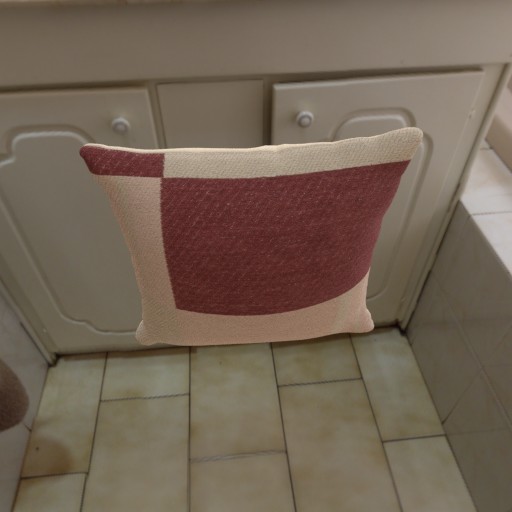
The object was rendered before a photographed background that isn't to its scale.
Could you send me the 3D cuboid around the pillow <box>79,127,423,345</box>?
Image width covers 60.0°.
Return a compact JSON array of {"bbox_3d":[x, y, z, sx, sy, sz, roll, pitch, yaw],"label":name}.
[{"bbox_3d":[0.000,0.000,0.826,0.536,0.506,0.229,-3,46,-3],"label":"pillow"}]
